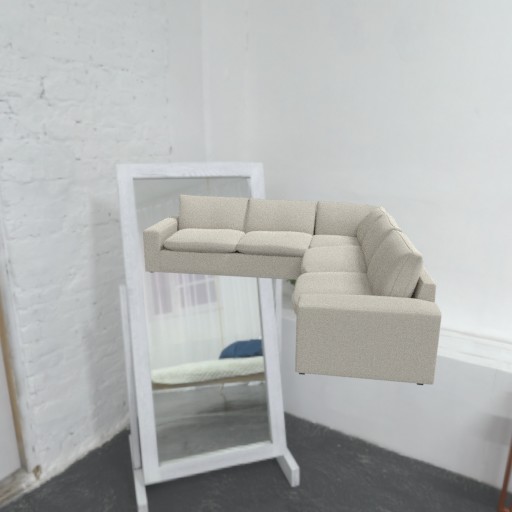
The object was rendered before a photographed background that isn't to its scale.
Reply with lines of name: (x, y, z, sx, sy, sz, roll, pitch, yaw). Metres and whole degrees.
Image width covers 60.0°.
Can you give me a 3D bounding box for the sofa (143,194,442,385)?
sofa: (0.000, 0.000, 4.736, 3.066, 0.918, 3.206, 3, 15, 10)
